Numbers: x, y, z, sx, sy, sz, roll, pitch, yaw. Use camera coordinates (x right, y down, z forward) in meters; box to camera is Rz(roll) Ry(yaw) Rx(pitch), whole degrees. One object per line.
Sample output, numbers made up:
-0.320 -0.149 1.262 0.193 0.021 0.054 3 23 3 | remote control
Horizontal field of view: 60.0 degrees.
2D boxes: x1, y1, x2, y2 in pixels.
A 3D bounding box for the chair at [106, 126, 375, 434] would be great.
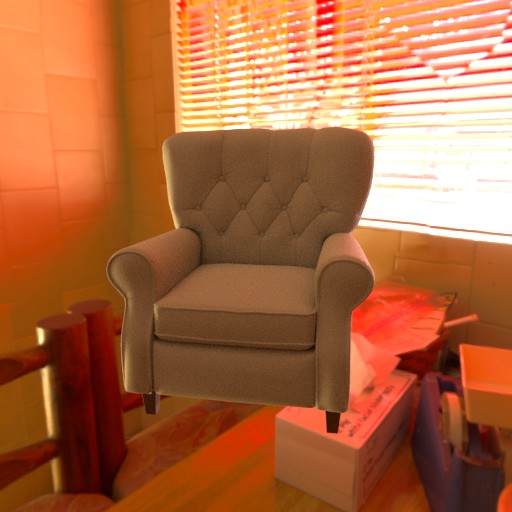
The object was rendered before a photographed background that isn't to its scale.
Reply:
0.000 0.000 2.106 1.090 1.217 1.128 2 13 10 | chair
